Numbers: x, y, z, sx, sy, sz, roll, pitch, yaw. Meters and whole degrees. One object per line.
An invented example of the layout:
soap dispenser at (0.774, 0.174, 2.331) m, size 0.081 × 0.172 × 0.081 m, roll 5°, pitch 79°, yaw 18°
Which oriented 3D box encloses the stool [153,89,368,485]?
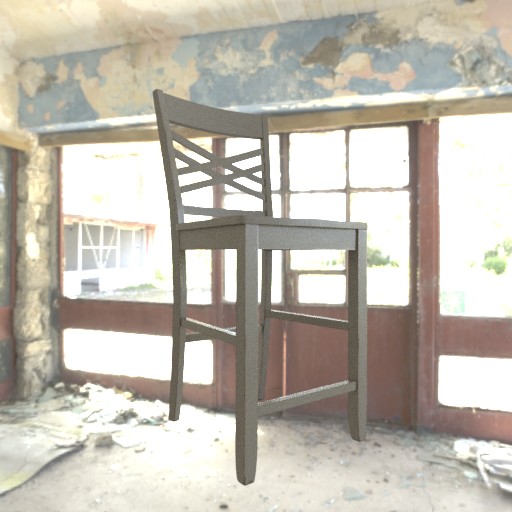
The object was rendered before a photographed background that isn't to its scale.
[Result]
stool at (0.000, 0.000, 1.378) m, size 0.462 × 1.079 × 0.539 m, roll 0°, pitch 1°, yaw -36°
